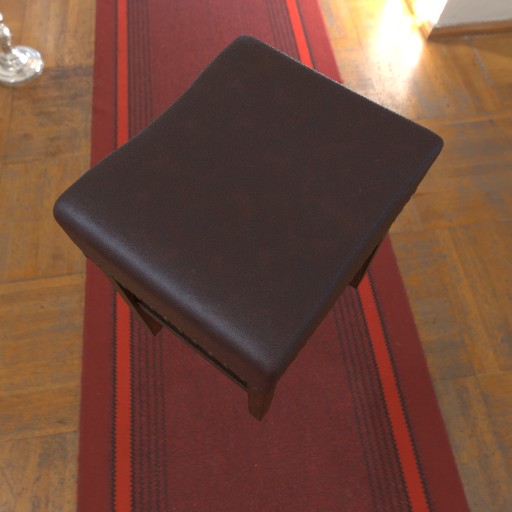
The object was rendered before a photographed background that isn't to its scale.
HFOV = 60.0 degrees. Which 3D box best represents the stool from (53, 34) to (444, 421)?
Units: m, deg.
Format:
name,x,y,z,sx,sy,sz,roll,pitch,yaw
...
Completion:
name,x,y,z,sx,sy,sz,roll,pitch,yaw
stool,0.000,0.000,0.913,0.397,0.608,0.465,34,69,15
